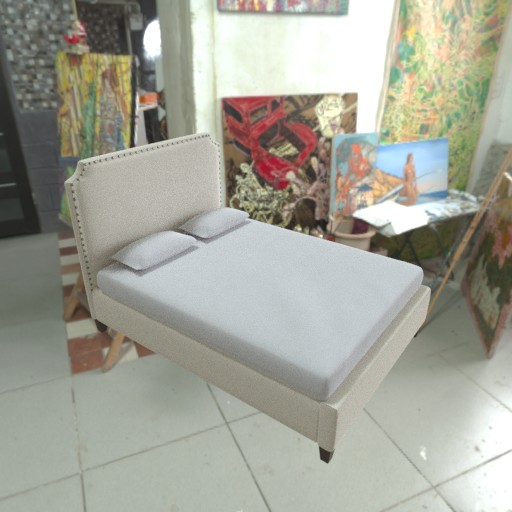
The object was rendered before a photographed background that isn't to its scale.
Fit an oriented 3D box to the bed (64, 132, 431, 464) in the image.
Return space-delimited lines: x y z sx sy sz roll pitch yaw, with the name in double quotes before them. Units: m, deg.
"bed" 0.000 0.000 3.560 2.372 1.497 1.712 18 32 32
